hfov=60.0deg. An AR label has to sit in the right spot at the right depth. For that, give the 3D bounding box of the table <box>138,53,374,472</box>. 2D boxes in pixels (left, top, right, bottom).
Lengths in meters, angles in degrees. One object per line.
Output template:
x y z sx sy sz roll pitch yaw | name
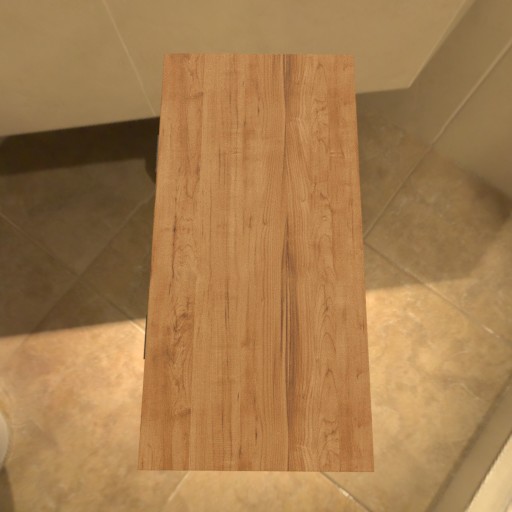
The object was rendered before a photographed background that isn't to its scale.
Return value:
0.000 0.000 1.418 0.590 0.400 1.180 0 77 0 | table
